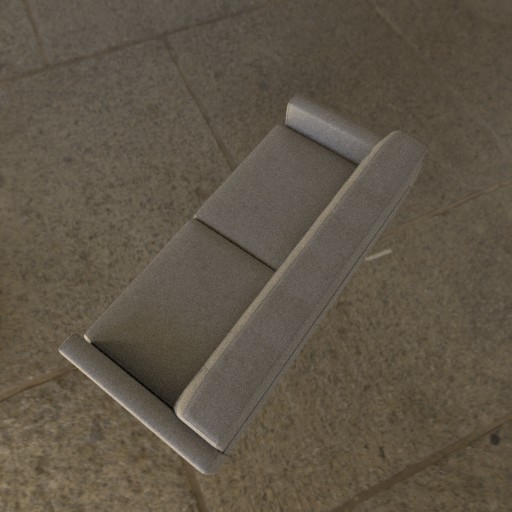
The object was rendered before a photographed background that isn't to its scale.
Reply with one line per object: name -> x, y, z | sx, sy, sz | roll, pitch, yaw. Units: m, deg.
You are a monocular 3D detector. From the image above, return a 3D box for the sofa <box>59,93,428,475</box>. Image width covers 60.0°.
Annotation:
sofa -> 0.000, 0.000, 2.500 | 0.968, 0.873, 2.055 | 33, 69, 15
